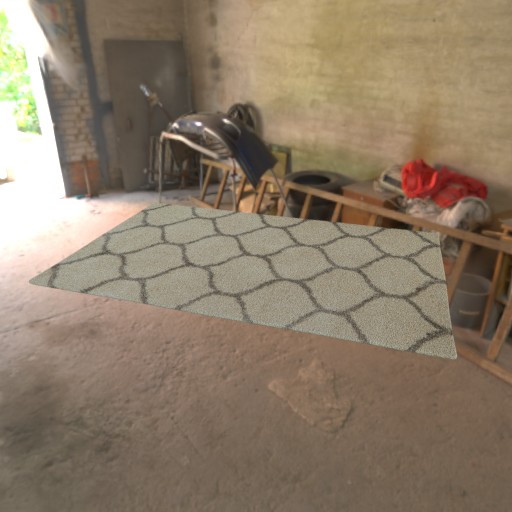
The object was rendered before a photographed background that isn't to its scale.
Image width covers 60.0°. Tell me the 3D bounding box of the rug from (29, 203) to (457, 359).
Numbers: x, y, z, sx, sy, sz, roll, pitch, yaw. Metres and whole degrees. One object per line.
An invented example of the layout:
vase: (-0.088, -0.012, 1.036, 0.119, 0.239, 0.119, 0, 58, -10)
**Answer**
rug: (0.000, 0.000, 2.935, 2.348, 0.024, 1.501, 8, 27, 16)
